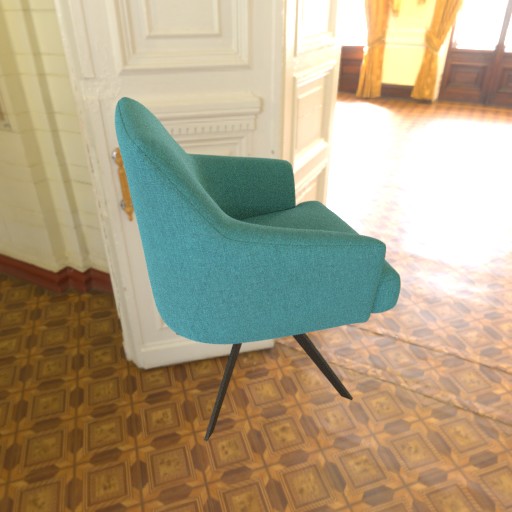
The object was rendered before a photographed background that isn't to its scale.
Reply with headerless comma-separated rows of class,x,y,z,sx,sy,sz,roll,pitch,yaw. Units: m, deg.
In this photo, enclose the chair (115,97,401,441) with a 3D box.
chair,0.000,0.000,1.314,0.677,0.874,0.642,-10,33,-16
